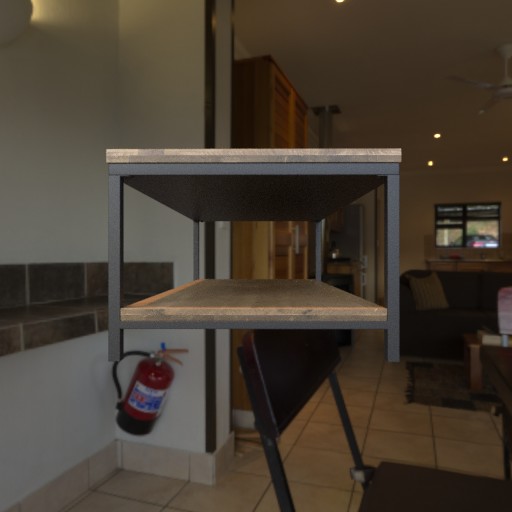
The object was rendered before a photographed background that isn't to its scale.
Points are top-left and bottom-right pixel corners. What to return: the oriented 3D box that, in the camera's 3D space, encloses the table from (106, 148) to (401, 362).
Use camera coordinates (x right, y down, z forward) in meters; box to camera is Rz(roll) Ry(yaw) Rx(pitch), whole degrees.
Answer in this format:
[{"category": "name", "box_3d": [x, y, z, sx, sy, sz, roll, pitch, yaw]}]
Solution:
[{"category": "table", "box_3d": [0.000, 0.000, 1.377, 0.551, 0.399, 1.100, 0, 0, 1]}]
